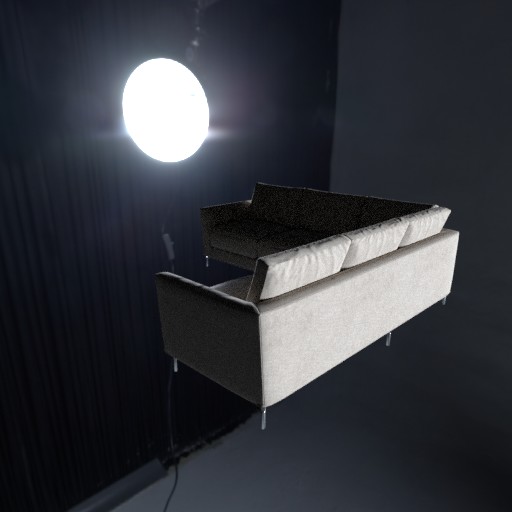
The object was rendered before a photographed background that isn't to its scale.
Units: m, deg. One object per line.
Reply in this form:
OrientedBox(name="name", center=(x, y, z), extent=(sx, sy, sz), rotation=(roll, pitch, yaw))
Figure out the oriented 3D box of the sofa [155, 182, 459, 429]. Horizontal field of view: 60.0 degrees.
OrientedBox(name="sofa", center=(0.000, 0.000, 3.724), extent=(2.438, 0.864, 2.438), rotation=(16, 22, 42))
